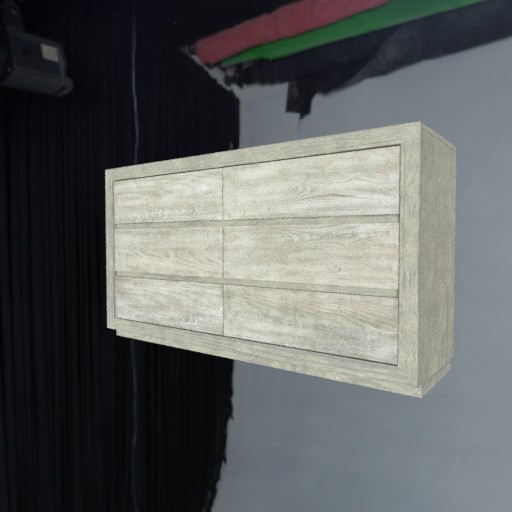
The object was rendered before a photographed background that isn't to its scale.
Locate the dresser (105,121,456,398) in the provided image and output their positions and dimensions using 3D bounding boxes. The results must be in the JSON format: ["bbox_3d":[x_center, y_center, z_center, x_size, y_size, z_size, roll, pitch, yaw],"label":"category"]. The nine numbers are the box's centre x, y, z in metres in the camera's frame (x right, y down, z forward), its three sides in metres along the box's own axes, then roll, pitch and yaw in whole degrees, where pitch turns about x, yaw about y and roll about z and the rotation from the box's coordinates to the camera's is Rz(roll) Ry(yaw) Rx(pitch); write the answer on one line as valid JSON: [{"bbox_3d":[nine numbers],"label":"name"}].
[{"bbox_3d":[0.000,0.000,2.068,1.628,0.889,0.483,2,3,36],"label":"dresser"}]
